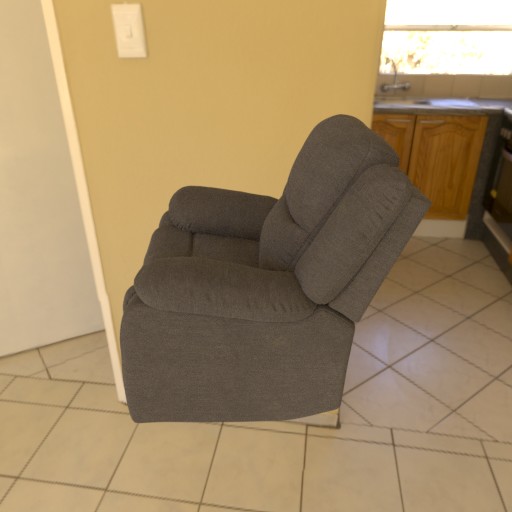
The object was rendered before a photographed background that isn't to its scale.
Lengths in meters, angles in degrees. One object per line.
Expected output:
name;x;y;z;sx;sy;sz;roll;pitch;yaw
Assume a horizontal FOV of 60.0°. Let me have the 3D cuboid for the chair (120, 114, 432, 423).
chair;0.000;0.000;1.703;0.944;1.008;0.899;0;27;-1
